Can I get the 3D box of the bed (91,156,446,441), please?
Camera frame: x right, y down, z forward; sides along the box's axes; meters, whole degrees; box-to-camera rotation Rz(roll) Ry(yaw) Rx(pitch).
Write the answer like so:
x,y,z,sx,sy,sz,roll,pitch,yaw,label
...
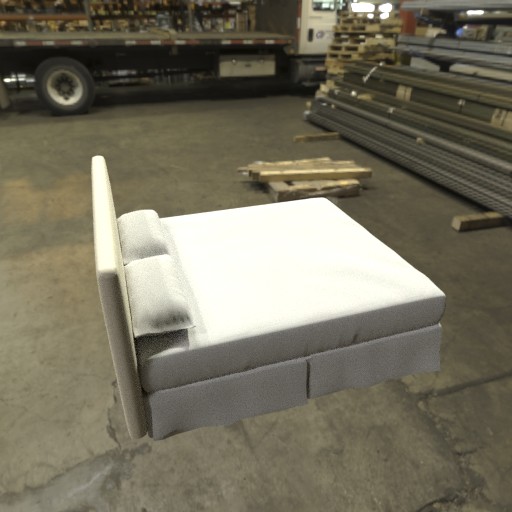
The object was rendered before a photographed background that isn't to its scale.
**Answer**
x,y,z,sx,sy,sz,roll,pitch,yaw,label
0.000,0.000,3.609,2.341,1.317,2.119,-9,31,-16,bed
